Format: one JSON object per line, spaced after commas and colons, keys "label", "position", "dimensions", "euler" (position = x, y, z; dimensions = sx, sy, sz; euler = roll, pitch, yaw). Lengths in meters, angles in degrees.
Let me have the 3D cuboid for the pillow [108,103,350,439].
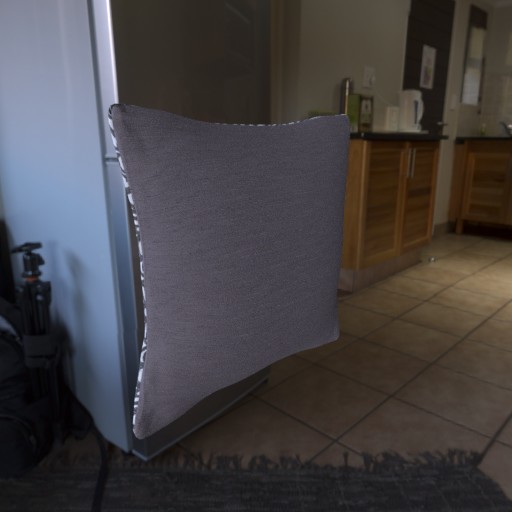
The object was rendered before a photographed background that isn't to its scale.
{"label": "pillow", "position": [0.000, 0.000, 0.665], "dimensions": [0.436, 0.417, 0.148], "euler": [-14, 21, -41]}
